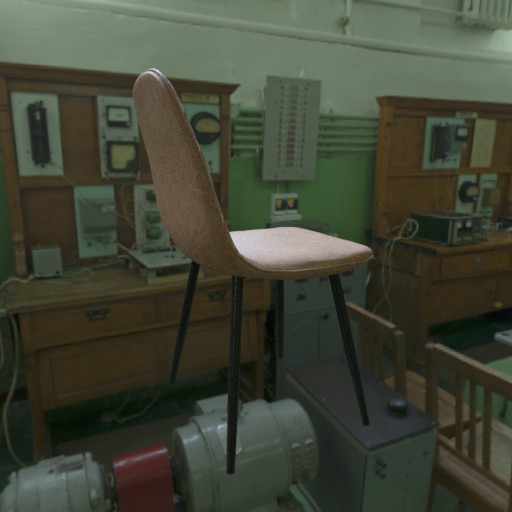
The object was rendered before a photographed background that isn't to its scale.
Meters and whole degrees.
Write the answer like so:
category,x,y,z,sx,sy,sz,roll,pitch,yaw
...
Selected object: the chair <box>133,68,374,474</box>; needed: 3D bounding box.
category,x,y,z,sx,sy,sz,roll,pitch,yaw
chair,0.000,0.000,1.192,0.561,0.889,0.472,-7,15,-27
